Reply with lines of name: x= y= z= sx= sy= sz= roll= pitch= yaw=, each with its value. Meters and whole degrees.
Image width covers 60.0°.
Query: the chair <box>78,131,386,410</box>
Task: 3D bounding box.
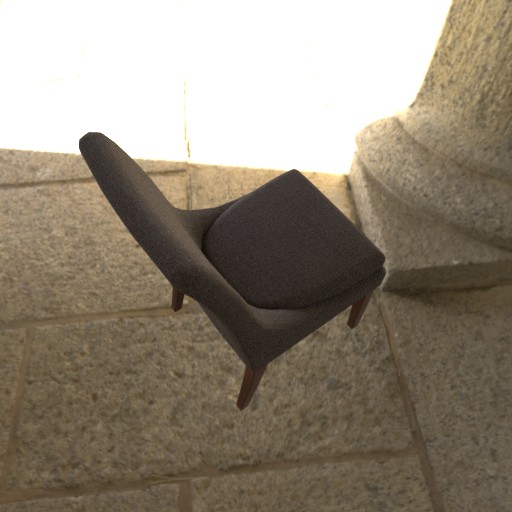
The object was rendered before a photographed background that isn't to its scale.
chair: x=0.000 y=0.000 z=1.327 sx=0.655 sy=0.952 sz=0.508 roll=-31 pitch=62 yaw=-18
